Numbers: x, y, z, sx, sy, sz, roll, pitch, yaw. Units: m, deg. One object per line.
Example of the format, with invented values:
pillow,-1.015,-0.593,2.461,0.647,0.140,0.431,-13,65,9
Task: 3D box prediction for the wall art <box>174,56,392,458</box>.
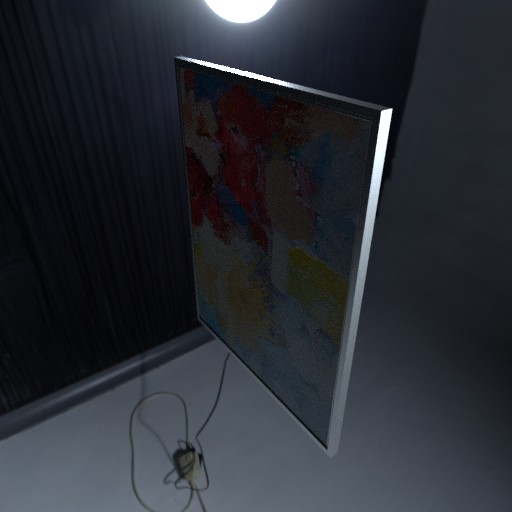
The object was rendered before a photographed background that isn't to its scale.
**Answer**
wall art,0.000,0.000,1.373,0.030,1.046,0.816,-21,38,-30
